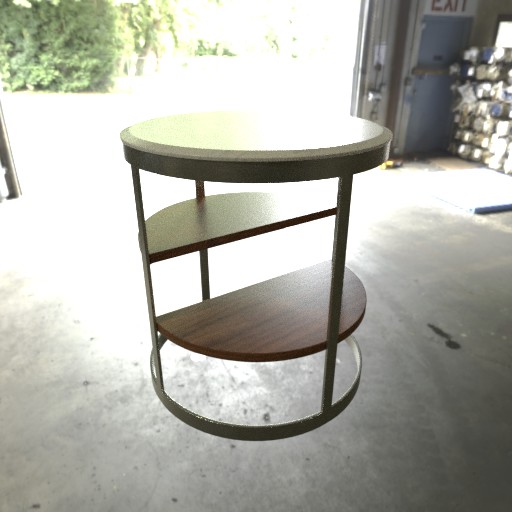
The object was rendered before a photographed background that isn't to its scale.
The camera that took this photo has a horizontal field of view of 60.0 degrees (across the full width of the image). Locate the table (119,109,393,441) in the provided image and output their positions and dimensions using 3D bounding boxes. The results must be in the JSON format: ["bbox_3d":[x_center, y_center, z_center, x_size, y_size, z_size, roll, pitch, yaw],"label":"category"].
[{"bbox_3d":[0.000,0.000,0.776,0.407,0.447,0.407,0,25,0],"label":"table"}]
